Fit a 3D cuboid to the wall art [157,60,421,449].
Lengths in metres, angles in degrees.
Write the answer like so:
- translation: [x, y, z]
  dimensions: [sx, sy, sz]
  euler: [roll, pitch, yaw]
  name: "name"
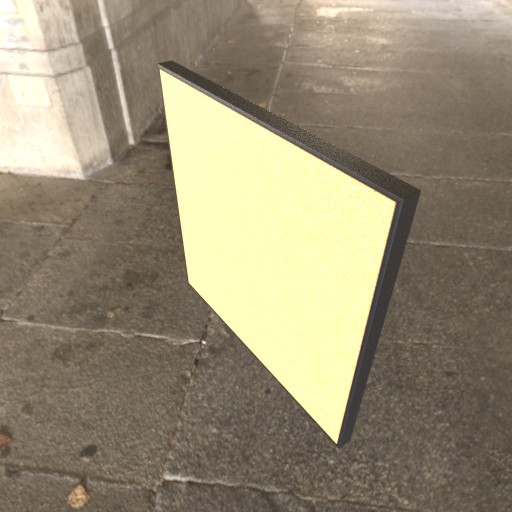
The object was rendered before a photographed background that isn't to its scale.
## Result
- translation: [0.000, 0.000, 1.137]
  dimensions: [0.042, 0.766, 0.769]
  euler: [-26, 47, -27]
  name: "wall art"
